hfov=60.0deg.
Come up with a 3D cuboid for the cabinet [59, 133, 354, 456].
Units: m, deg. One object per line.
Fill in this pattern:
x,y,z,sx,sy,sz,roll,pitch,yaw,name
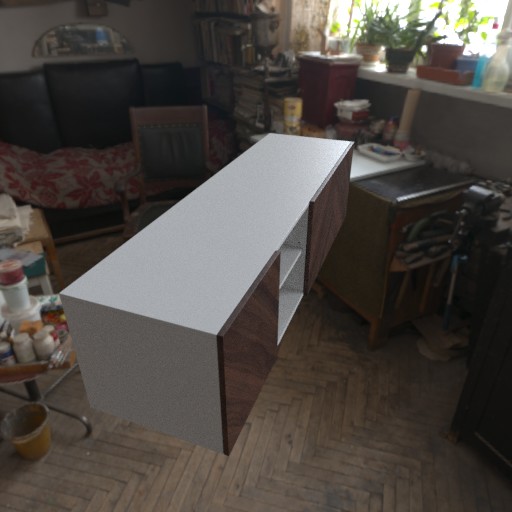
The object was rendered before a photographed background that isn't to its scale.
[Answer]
0.000,0.000,1.727,0.431,0.533,1.499,11,33,18,cabinet
